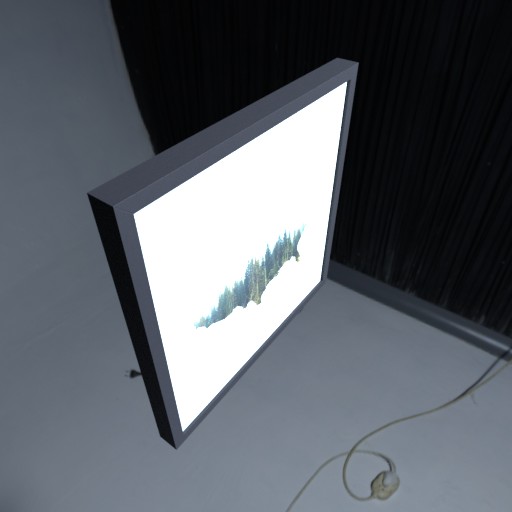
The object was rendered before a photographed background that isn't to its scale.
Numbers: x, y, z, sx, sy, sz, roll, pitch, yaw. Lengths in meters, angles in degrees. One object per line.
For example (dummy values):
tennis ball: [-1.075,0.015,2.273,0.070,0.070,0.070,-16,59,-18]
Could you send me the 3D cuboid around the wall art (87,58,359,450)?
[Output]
wall art: [0.000,0.000,0.753,0.040,0.509,0.509,26,48,27]
